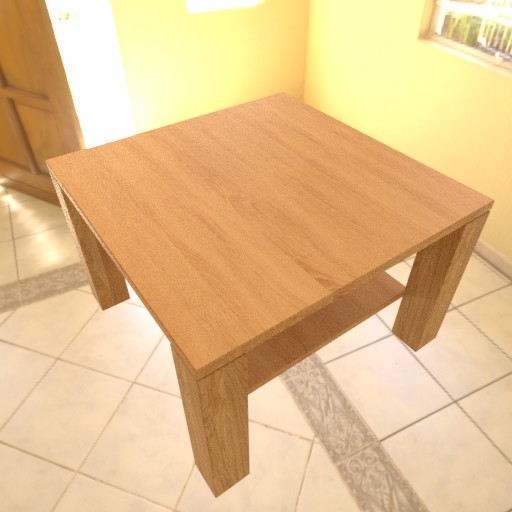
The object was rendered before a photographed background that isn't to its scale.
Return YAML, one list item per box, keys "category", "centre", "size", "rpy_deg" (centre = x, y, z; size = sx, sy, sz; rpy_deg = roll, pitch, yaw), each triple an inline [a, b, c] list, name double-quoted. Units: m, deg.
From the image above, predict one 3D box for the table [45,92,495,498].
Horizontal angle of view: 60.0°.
- category: "table"
  centre: [0.000, 0.000, 1.114]
  size: [0.700, 0.450, 0.700]
  rpy_deg: [-25, 48, -26]
